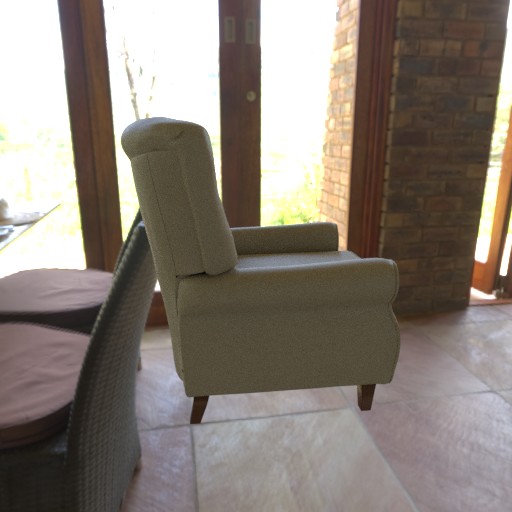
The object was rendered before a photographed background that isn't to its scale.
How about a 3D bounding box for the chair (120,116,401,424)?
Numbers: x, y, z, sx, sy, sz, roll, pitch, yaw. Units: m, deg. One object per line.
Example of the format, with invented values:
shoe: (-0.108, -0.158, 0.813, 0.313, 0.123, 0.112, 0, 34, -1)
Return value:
chair: (0.000, 0.000, 1.942, 1.059, 1.158, 0.943, -2, 15, -7)
